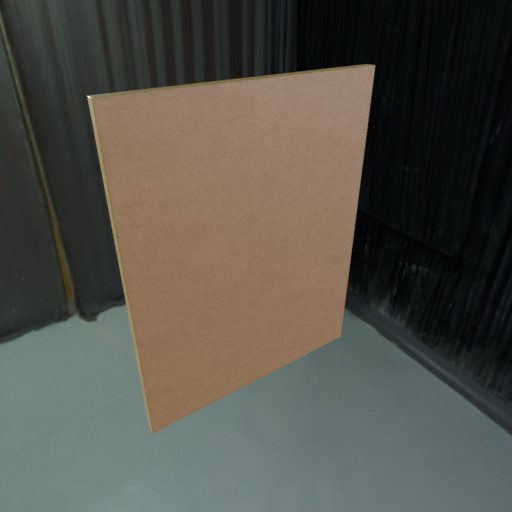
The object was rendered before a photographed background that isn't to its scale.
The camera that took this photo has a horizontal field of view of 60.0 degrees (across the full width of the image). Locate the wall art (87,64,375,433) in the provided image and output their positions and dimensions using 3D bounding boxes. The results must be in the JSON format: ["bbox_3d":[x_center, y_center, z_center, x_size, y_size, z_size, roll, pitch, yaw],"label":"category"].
[{"bbox_3d":[0.000,0.000,1.327,0.798,1.002,0.030,-19,36,-29],"label":"wall art"}]
